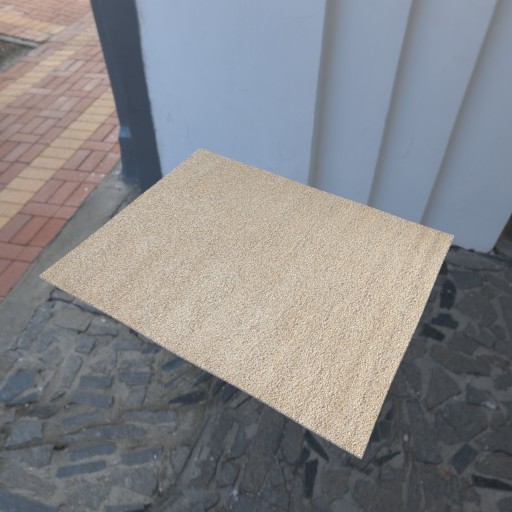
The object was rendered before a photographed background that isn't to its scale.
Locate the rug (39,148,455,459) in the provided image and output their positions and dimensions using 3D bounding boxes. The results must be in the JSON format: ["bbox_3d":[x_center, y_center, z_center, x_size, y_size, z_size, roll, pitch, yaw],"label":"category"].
[{"bbox_3d":[0.000,0.000,4.067,3.000,0.026,2.400,23,50,21],"label":"rug"}]
